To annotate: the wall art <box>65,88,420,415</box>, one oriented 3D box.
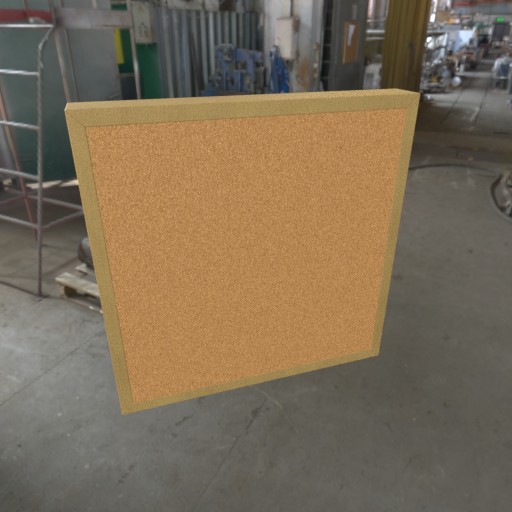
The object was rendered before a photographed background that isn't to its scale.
[{"bbox_3d":[0.000,0.000,0.449,0.305,0.305,0.038,-8,28,-16],"label":"wall art"}]
